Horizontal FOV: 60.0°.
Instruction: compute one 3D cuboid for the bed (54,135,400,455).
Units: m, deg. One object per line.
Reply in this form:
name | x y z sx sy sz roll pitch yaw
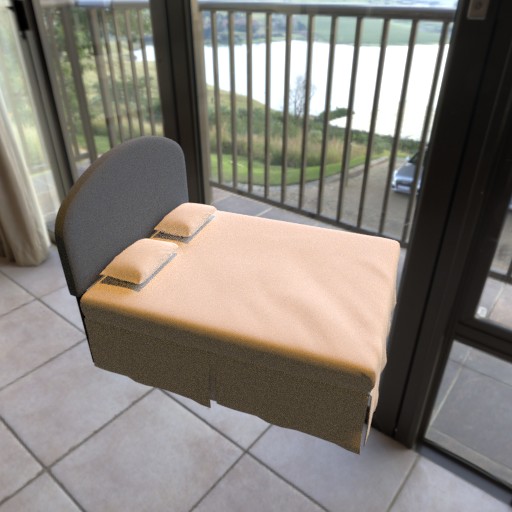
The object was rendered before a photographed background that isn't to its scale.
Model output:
bed | 0.000 0.000 3.128 2.005 1.410 1.607 11 33 17
